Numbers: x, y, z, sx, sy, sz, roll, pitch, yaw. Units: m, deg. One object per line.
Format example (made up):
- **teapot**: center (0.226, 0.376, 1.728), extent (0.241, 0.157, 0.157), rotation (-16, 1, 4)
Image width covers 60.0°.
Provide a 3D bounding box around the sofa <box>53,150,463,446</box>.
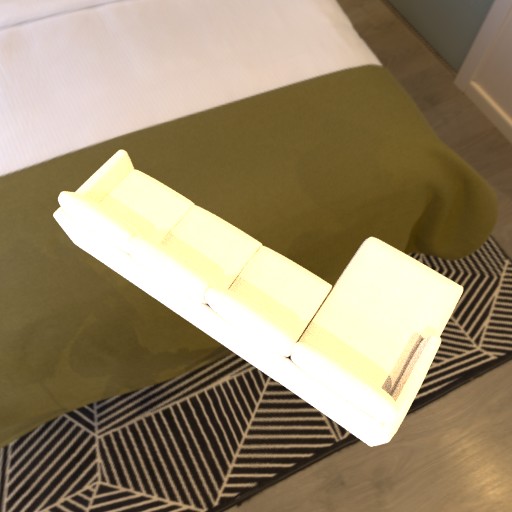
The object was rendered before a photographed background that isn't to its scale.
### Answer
- **sofa**: center (0.000, 0.000, 3.761), extent (3.186, 0.875, 1.467), rotation (31, 68, 14)
